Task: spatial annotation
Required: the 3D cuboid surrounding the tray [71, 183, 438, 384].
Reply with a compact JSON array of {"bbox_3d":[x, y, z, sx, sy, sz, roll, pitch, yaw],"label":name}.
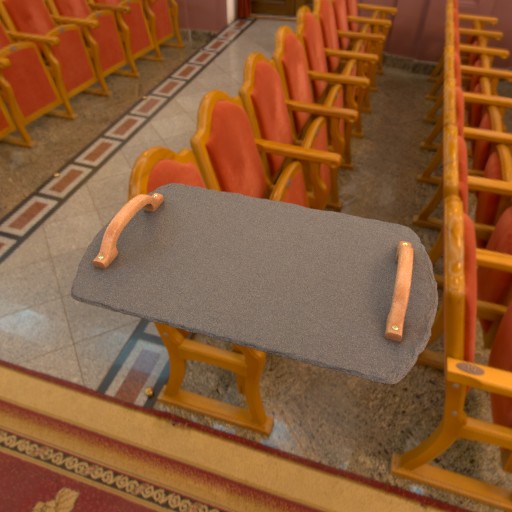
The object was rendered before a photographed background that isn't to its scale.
[{"bbox_3d":[0.000,0.000,0.489,0.387,0.062,0.231,12,43,14],"label":"tray"}]
